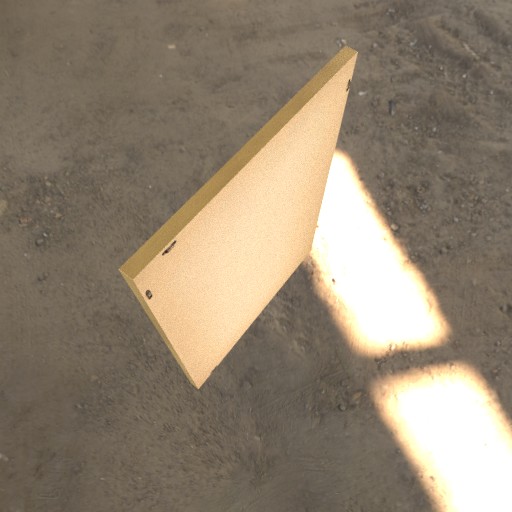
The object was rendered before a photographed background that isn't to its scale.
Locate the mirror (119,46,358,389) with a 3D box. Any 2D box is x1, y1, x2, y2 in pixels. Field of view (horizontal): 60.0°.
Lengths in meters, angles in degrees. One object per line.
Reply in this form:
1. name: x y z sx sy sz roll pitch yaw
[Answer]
1. mirror: 0.000 0.000 1.386 0.041 1.016 0.762 34 68 16
